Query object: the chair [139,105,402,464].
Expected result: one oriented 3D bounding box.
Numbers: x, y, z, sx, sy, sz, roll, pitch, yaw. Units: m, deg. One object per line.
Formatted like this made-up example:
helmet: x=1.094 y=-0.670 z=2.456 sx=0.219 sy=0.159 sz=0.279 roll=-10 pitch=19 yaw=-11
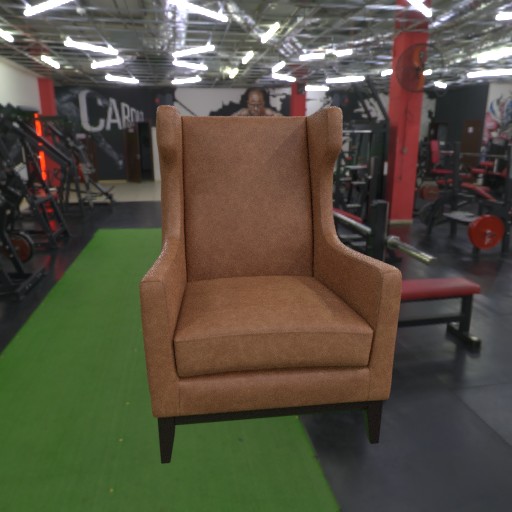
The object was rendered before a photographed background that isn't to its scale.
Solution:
chair: x=0.000 y=0.000 z=1.656 sx=0.766 sy=1.079 sz=0.899 roll=-2 pitch=16 yaw=-7
